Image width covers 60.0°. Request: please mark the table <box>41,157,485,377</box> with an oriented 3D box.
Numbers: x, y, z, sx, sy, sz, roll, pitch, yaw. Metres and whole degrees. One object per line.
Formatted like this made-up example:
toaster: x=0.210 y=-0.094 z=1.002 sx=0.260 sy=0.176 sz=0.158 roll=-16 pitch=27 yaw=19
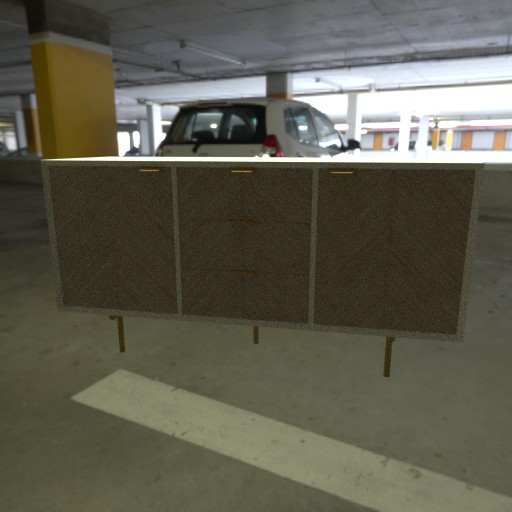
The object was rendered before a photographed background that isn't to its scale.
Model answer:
table: x=0.000 y=0.000 z=1.803 sx=1.500 sy=0.769 sz=0.508 roll=3 pitch=14 yaw=11
